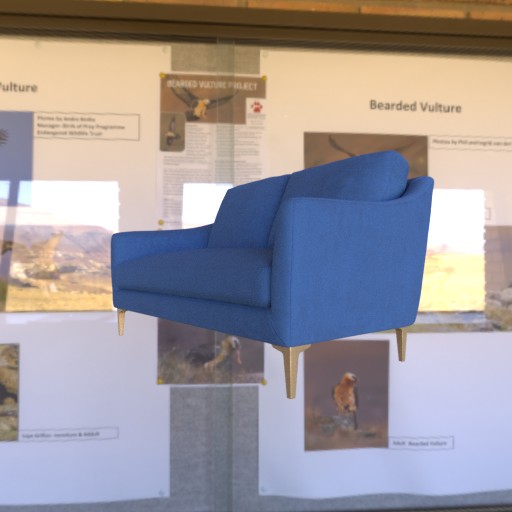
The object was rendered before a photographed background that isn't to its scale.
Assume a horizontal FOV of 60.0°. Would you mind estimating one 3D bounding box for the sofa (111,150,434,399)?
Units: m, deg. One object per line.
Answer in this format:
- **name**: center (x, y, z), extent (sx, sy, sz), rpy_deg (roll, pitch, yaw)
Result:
- **sofa**: center (0.000, 0.000, 2.215), extent (0.960, 0.902, 1.619), rpy_deg (1, -1, -36)
